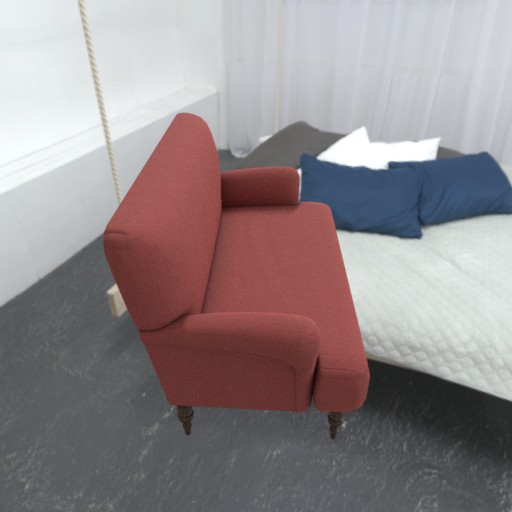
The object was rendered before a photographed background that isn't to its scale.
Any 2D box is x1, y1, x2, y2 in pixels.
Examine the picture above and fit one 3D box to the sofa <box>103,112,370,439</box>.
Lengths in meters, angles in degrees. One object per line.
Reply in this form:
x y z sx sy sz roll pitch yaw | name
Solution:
0.000 0.000 1.857 0.779 0.889 1.297 1 33 1 | sofa
